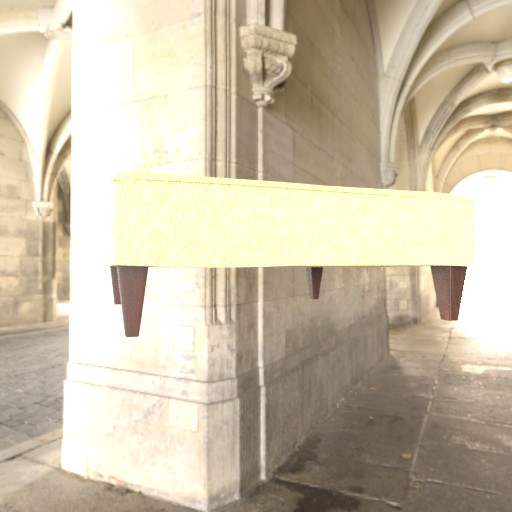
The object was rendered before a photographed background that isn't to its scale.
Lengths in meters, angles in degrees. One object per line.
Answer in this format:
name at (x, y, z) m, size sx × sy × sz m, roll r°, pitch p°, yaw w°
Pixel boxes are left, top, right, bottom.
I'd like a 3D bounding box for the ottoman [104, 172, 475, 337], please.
ottoman at (0.000, 0.000, 1.524) m, size 0.981 × 0.378 × 0.970 m, roll 0°, pitch -1°, yaw -19°
